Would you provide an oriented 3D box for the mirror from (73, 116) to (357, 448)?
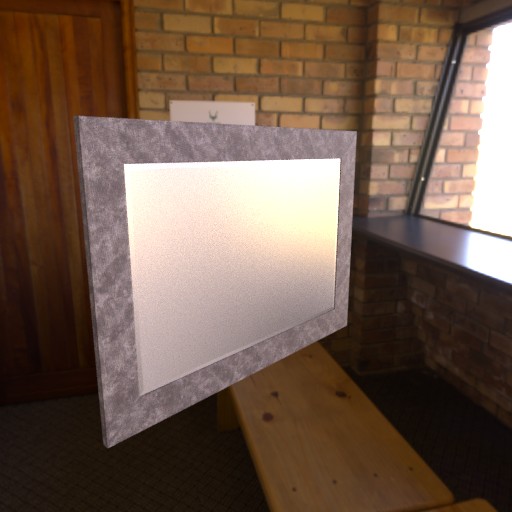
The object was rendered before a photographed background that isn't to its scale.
[{"bbox_3d":[0.000,0.000,1.412,0.022,0.795,1.101,12,18,42],"label":"mirror"}]
